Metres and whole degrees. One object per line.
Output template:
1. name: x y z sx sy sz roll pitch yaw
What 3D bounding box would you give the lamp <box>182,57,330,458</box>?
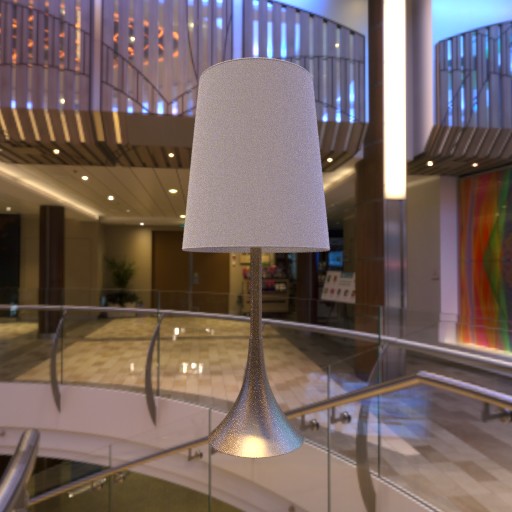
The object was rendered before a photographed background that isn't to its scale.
1. lamp: 0.000 0.000 0.702 0.231 0.569 0.231 0 -1 0
